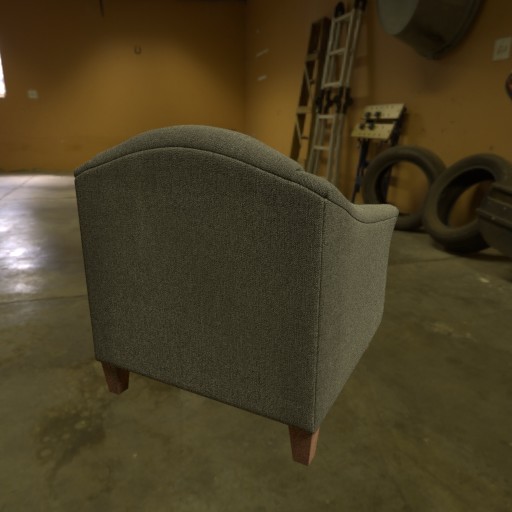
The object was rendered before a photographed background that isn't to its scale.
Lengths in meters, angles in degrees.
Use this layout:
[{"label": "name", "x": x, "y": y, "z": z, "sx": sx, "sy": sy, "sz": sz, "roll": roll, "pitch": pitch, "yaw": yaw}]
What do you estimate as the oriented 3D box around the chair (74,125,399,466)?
[{"label": "chair", "x": 0.000, "y": 0.000, "z": 1.475, "sx": 0.763, "sy": 0.839, "sz": 0.787, "roll": 9, "pitch": 19, "yaw": 27}]
